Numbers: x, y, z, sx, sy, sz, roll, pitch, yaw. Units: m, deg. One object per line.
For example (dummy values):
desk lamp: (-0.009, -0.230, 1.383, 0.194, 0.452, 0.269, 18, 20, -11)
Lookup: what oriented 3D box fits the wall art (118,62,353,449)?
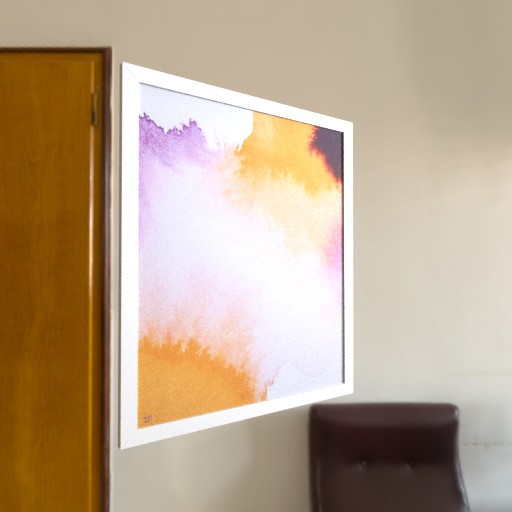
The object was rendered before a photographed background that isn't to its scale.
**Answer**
wall art: (0.000, 0.000, 0.780, 0.482, 0.557, 0.012, 1, -1, -35)
